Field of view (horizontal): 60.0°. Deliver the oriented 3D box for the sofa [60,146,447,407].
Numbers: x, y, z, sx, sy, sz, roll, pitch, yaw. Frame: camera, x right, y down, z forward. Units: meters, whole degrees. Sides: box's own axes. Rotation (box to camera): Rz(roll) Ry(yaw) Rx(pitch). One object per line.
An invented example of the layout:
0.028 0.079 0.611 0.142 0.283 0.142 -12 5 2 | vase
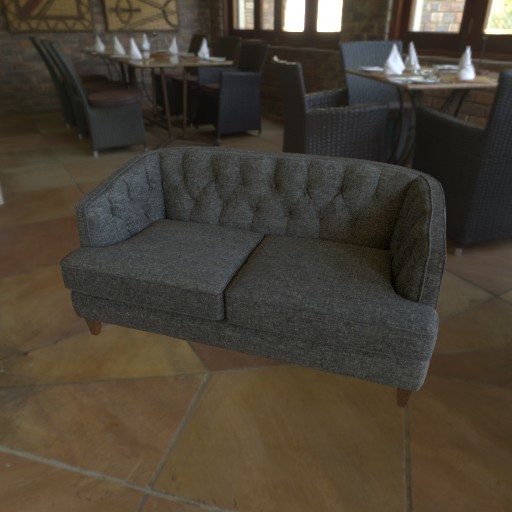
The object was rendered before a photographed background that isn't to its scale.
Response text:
0.000 0.000 2.268 1.733 0.855 0.941 9 29 16 | sofa
